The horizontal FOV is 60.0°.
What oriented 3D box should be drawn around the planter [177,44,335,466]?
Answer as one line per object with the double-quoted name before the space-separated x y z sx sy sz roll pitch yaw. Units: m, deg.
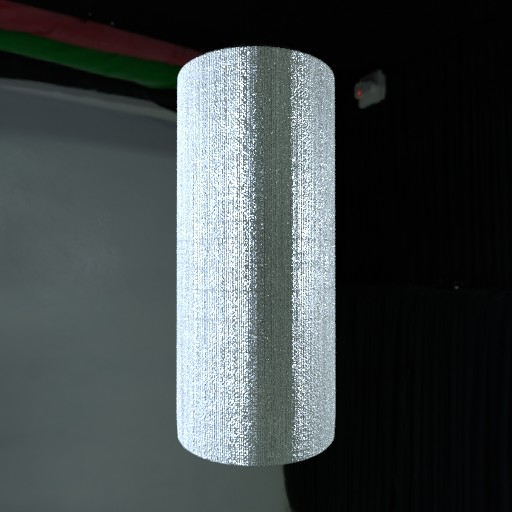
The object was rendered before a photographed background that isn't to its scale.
"planter" 0.000 0.000 0.129 0.045 0.103 0.045 1 -1 -37
